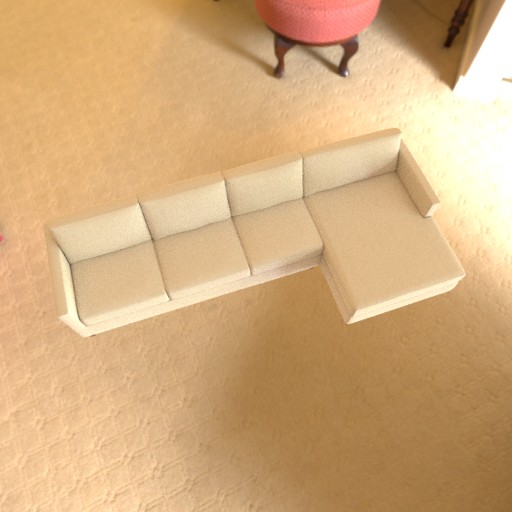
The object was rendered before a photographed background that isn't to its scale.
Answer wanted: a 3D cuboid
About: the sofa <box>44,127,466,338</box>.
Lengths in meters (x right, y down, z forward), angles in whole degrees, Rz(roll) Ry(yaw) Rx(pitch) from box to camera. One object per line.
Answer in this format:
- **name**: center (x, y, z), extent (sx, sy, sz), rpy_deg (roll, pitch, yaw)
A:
- **sofa**: center (0.000, 0.000, 4.071), extent (3.471, 0.954, 1.599), rpy_deg (-17, 65, -8)
